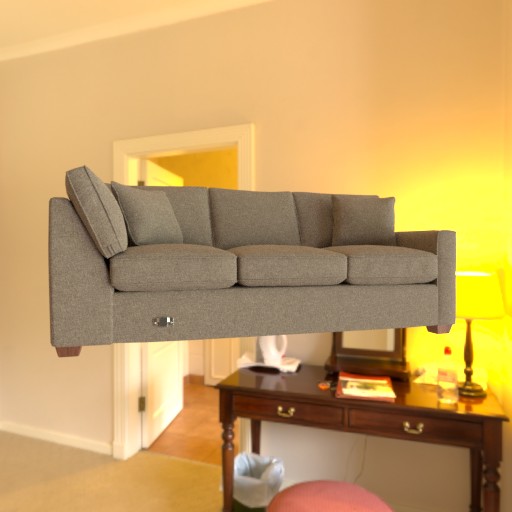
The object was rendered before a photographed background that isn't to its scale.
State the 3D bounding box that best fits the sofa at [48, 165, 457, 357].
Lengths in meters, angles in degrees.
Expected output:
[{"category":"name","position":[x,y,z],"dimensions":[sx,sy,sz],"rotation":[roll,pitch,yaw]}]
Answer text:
[{"category":"sofa","position":[0.000,0.000,2.849],"dimensions":[2.317,0.962,1.061],"rotation":[0,1,-17]}]
